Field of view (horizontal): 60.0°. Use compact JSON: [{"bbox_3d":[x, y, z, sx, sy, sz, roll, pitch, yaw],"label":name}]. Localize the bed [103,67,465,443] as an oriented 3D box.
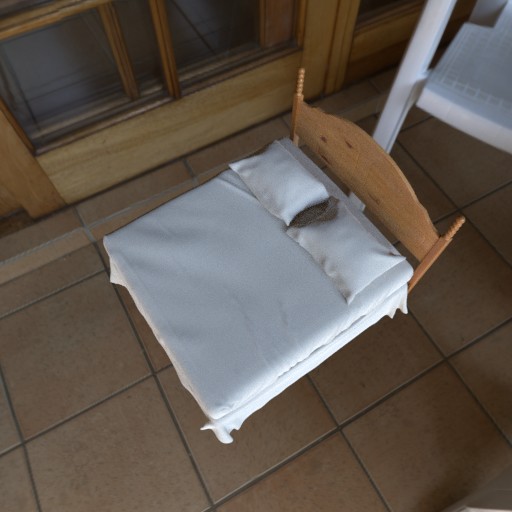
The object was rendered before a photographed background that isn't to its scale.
[{"bbox_3d":[0.000,0.000,3.348,2.040,1.356,1.873,-32,67,-15],"label":"bed"}]
